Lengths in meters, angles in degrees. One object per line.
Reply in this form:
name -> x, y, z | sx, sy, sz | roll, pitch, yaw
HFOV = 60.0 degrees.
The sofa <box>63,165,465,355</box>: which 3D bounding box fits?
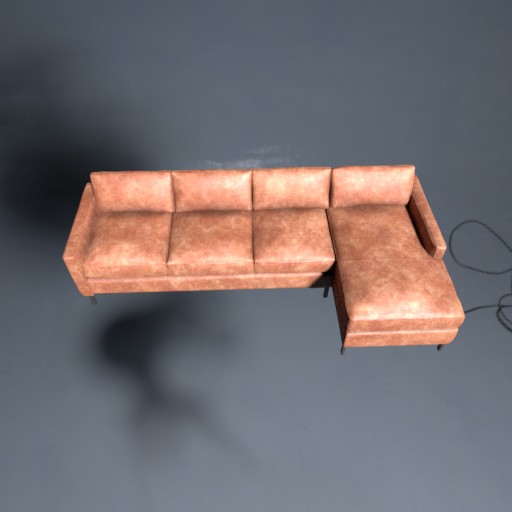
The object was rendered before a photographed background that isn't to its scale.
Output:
sofa -> 0.000, 0.000, 3.659 | 2.993, 0.859, 1.471 | -2, 48, -1
